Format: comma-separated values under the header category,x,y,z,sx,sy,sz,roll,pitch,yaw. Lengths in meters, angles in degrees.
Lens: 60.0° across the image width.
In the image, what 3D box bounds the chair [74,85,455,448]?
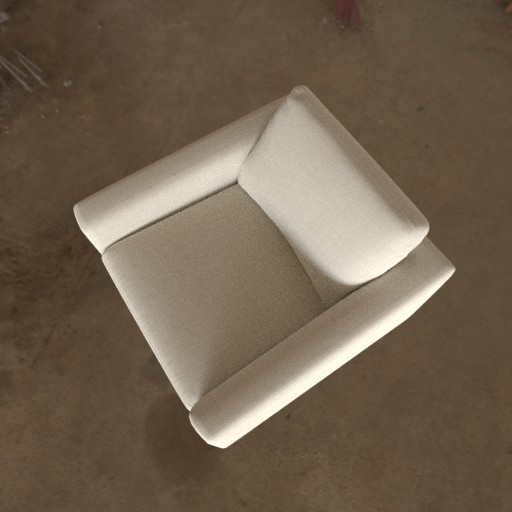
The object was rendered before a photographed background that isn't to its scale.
category,x,y,z,sx,sy,sz,roll,pitch,yaw
chair,0.000,0.000,1.858,1.100,0.876,1.070,-31,68,-14
